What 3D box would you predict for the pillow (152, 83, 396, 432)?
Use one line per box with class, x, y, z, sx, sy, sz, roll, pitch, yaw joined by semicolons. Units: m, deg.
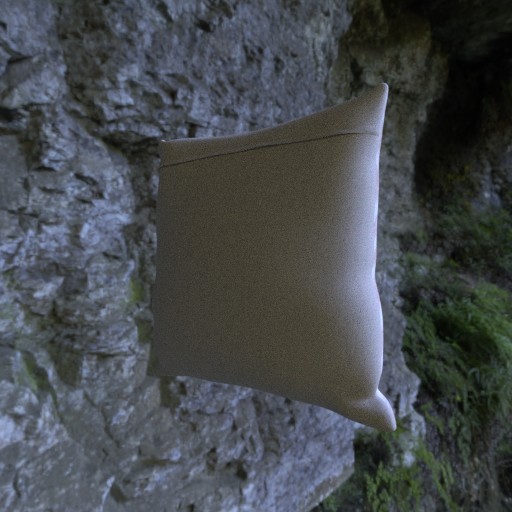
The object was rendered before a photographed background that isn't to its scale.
pillow;0.000;0.000;0.686;0.440;0.441;0.182;0;-1;36
